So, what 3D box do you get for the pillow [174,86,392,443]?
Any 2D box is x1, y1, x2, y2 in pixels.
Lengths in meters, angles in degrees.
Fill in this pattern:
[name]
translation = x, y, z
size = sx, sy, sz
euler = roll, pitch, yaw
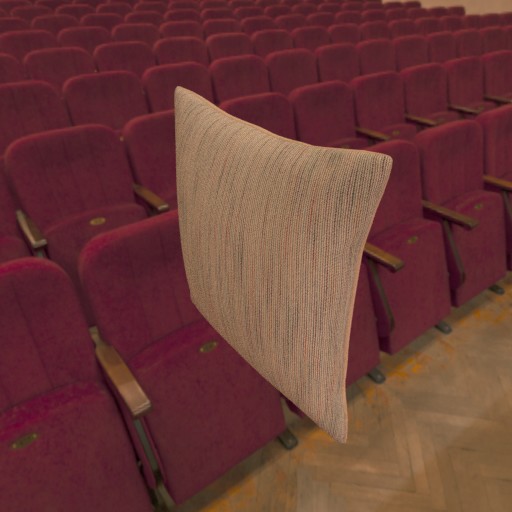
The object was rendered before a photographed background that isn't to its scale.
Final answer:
[pillow]
translation = 0.000, 0.000, 0.800
size = 0.178, 0.506, 0.512
euler = -22, 38, -31
